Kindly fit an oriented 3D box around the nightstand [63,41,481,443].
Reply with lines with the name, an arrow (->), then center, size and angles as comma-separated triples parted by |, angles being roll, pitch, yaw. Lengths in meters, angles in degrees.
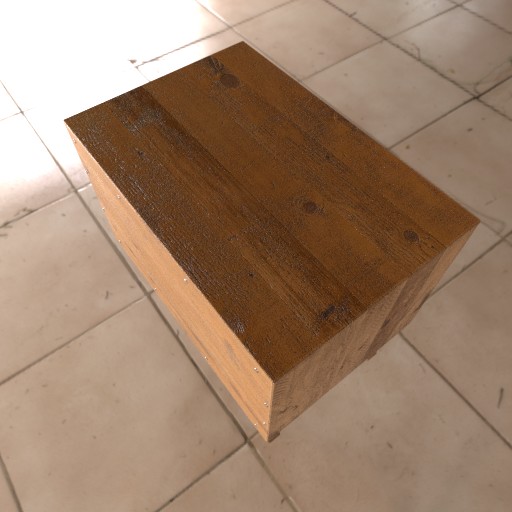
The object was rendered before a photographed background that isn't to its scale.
nightstand -> 0.000, 0.000, 1.043 | 0.450, 0.599, 0.650 | -33, 63, -20
